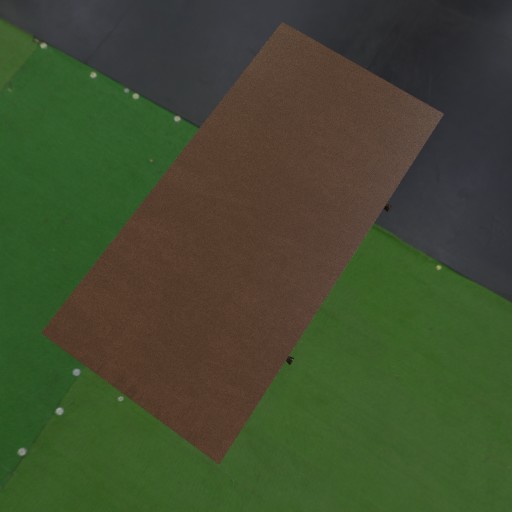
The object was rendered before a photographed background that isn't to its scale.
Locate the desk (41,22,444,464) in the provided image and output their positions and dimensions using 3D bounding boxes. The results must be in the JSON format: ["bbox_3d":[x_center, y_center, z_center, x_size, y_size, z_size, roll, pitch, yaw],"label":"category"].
[{"bbox_3d":[0.000,0.000,1.383,0.510,0.758,0.949,33,79,7],"label":"desk"}]
